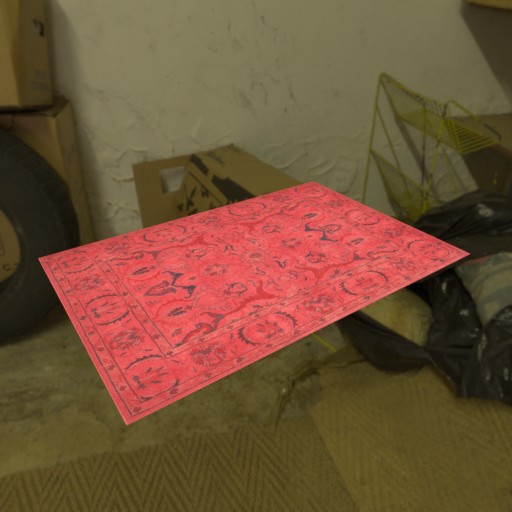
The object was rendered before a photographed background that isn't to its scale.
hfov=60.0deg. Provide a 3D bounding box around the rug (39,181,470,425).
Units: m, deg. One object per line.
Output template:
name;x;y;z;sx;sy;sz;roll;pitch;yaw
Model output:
rug;0.000;0.000;2.238;1.814;0.008;1.209;-20;36;-29
